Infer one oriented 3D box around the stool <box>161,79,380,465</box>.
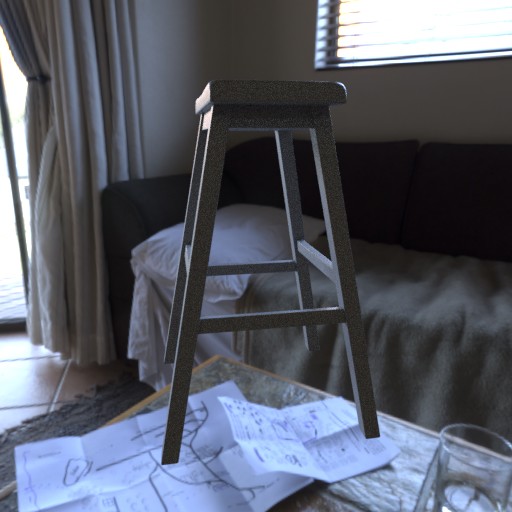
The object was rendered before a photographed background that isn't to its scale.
[{"bbox_3d":[0.000,0.000,1.062,0.476,0.737,0.457,-3,15,-10],"label":"stool"}]
